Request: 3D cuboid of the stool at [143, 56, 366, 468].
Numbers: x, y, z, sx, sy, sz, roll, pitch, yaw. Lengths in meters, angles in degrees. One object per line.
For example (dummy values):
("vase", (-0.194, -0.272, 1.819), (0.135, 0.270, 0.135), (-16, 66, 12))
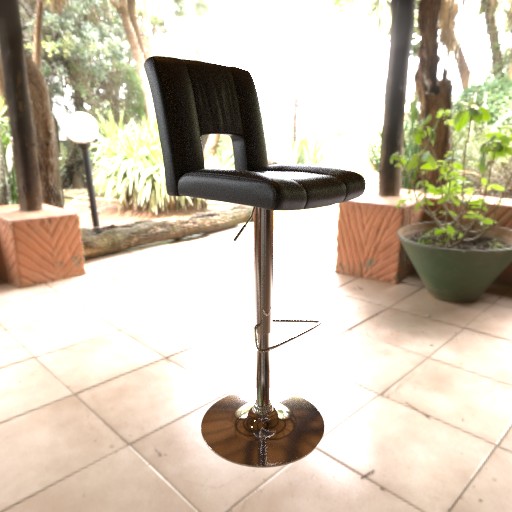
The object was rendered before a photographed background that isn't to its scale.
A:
("stool", (0.000, 0.000, 1.358), (0.520, 1.151, 0.415), (14, 21, 42))
